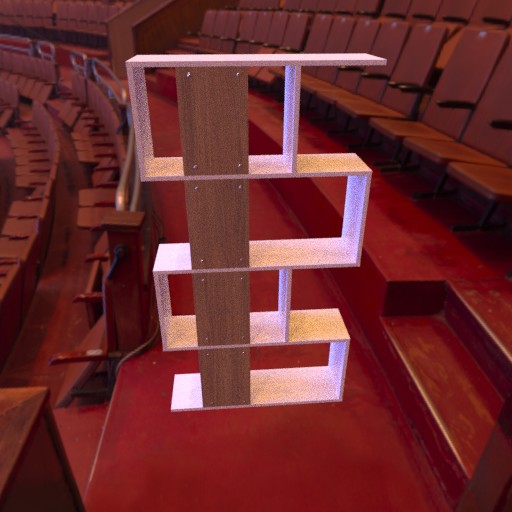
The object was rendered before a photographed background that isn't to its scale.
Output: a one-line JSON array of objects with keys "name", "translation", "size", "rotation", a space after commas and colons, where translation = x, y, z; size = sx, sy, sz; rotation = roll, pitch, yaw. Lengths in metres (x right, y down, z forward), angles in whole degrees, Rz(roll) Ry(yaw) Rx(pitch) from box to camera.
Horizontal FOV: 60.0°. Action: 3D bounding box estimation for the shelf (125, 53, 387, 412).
[{"name": "shelf", "translation": [0.000, 0.000, 2.010], "size": [0.890, 1.650, 0.250], "rotation": [-2, 29, -4]}]
